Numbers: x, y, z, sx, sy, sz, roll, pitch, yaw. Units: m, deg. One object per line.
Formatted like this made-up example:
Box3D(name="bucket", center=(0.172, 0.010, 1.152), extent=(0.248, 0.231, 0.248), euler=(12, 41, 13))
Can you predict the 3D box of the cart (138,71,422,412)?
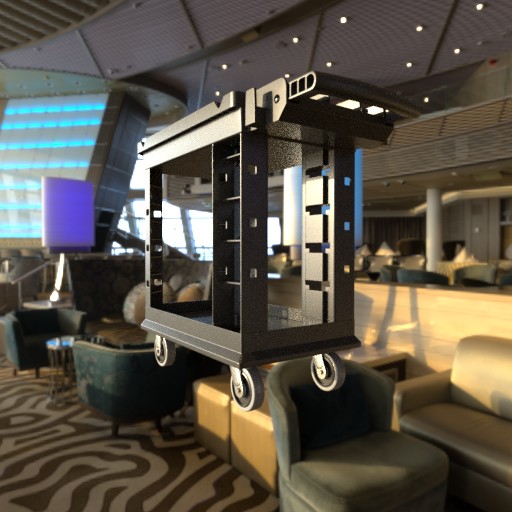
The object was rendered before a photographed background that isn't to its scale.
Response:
Box3D(name="cart", center=(0.000, 0.000, 1.522), extent=(0.497, 0.884, 1.061), euler=(-1, 1, -35))
